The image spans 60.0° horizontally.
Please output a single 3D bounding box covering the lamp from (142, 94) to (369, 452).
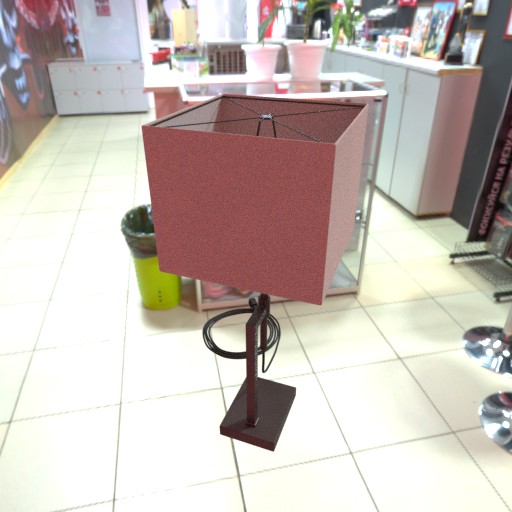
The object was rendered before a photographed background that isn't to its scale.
[{"bbox_3d":[0.000,0.000,0.972,0.399,0.660,0.504,11,31,18],"label":"lamp"}]
